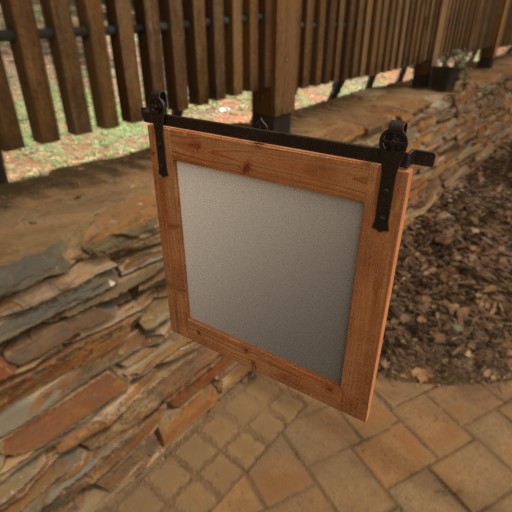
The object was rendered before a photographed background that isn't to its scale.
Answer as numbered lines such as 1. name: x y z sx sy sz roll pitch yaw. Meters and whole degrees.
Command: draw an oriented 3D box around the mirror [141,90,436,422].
1. mirror: 0.000 0.000 1.201 0.805 0.800 0.054 18 34 29
